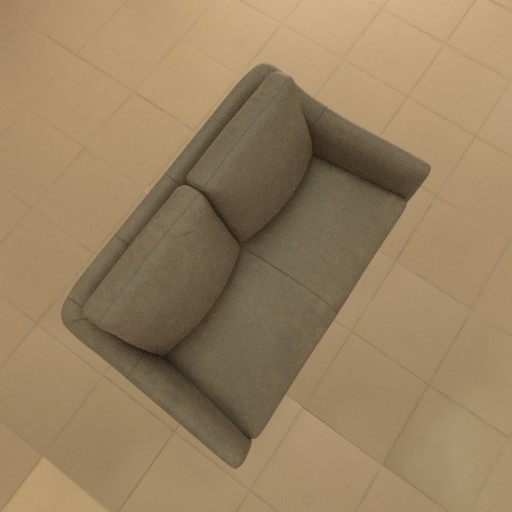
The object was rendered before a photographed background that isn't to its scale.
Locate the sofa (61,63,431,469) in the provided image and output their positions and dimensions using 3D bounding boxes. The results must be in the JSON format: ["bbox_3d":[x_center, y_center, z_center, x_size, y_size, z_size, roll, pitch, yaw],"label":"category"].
[{"bbox_3d":[0.000,0.000,2.137,0.960,0.902,1.619,34,78,8],"label":"sofa"}]
